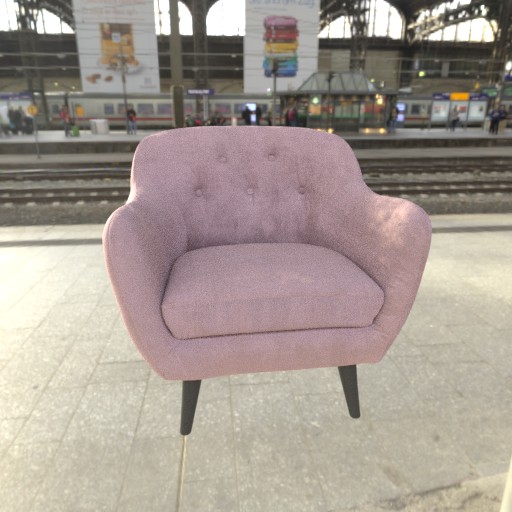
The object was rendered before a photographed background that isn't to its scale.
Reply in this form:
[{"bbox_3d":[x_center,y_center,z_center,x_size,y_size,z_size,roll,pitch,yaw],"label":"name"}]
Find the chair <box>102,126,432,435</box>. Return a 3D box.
[{"bbox_3d":[0.000,0.000,1.483,0.840,0.820,0.820,-3,18,-8],"label":"chair"}]
